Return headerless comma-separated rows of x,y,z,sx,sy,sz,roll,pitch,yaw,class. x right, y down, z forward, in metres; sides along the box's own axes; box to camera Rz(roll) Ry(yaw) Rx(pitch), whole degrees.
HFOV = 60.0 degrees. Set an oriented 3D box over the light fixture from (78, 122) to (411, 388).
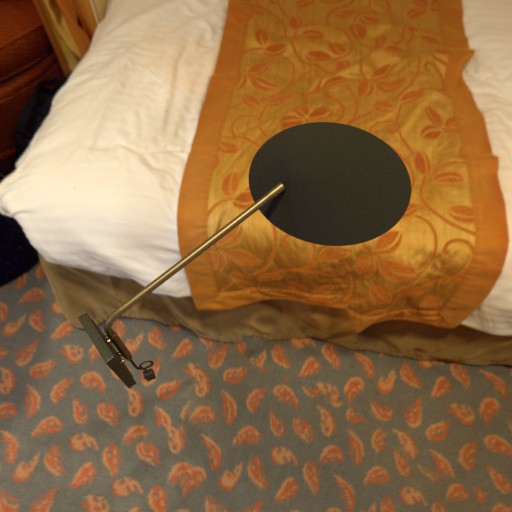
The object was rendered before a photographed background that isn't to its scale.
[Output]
0.000,0.000,0.682,0.516,0.312,0.240,-34,64,-19,light fixture
